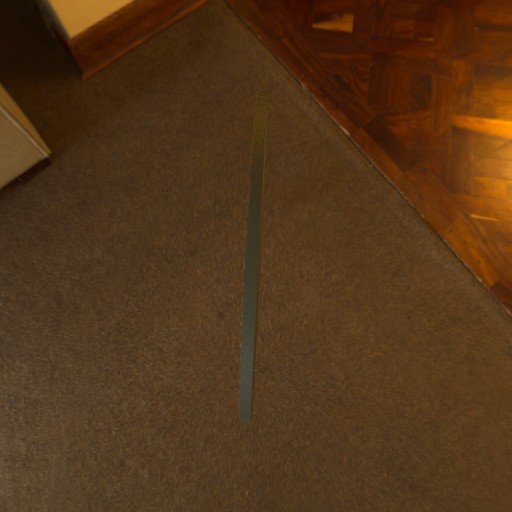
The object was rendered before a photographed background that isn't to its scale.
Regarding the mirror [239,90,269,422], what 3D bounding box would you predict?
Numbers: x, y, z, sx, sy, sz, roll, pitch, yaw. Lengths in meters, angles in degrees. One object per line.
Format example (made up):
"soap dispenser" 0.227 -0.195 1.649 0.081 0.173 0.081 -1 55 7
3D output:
"mirror" 0.000 0.000 1.537 0.036 1.077 1.077 3 76 1
